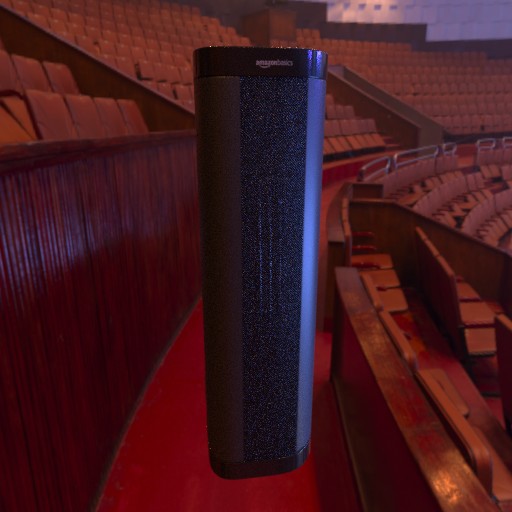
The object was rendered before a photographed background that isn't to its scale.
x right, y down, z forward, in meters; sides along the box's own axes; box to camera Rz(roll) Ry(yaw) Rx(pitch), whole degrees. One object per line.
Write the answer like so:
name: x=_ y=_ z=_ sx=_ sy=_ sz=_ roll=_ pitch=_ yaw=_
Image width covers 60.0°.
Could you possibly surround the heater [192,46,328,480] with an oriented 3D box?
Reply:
heater: x=0.000 y=0.000 z=0.687 sx=0.174 sy=0.552 sz=0.312 roll=-2 pitch=18 yaw=-8
